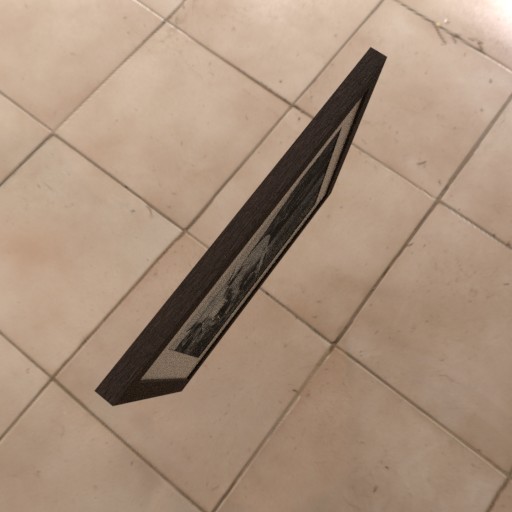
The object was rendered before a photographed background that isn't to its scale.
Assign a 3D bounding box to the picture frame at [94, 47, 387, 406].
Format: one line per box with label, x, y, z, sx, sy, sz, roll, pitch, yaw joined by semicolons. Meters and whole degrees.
picture frame;0.000;0.000;0.750;0.026;0.455;0.546;36;78;9
